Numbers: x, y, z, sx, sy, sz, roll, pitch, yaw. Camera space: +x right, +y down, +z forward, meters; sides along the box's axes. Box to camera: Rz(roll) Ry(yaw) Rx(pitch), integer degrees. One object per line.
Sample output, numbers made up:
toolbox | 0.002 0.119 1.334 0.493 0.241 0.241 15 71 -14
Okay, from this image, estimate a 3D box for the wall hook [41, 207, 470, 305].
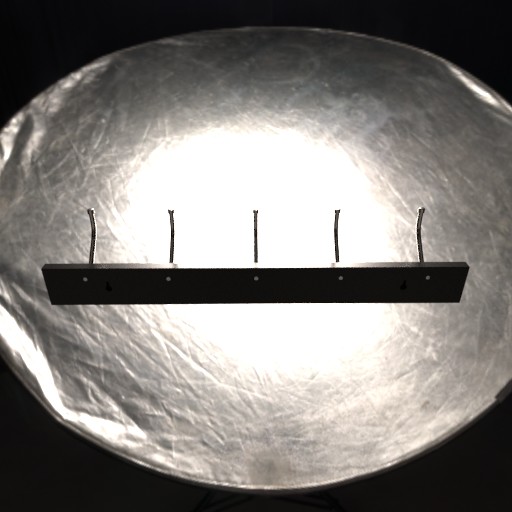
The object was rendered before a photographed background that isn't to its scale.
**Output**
wall hook | 0.000 0.000 0.622 0.571 0.117 0.071 0 30 0
